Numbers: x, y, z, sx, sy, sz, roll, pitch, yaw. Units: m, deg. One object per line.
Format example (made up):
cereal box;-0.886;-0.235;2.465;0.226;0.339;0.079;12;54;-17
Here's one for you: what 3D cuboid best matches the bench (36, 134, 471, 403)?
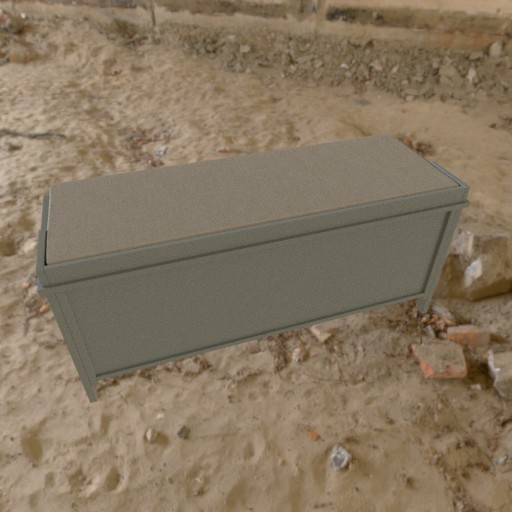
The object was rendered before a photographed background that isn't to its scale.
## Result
bench;0.000;0.000;1.381;1.140;0.501;0.398;-12;41;-14
